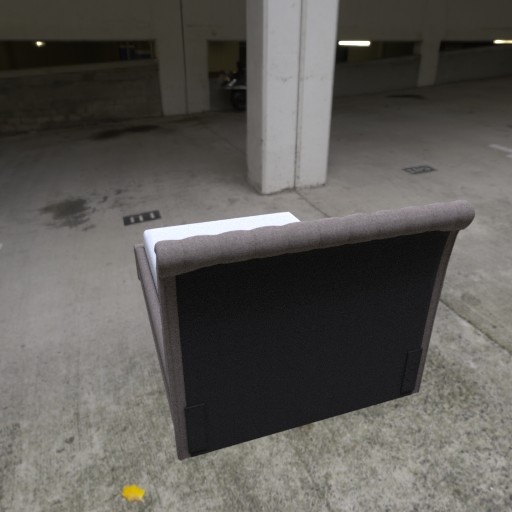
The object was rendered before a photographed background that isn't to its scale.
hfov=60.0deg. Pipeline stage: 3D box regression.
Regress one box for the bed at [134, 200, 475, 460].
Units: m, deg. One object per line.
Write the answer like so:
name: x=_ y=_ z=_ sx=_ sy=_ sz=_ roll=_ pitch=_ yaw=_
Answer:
bed: x=0.000 y=0.000 z=3.295 sx=1.645 sy=1.371 sz=2.252 roll=-9 pitch=28 yaw=-17
